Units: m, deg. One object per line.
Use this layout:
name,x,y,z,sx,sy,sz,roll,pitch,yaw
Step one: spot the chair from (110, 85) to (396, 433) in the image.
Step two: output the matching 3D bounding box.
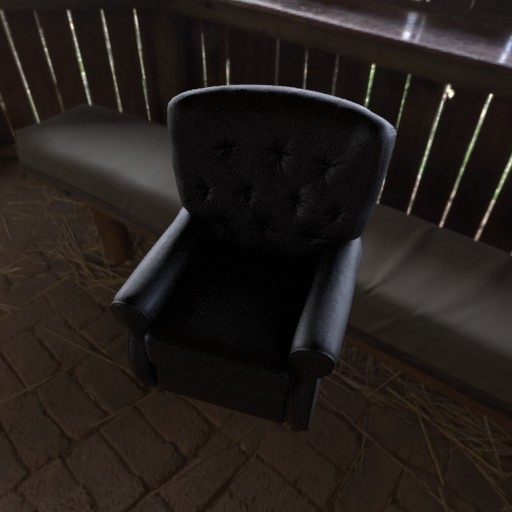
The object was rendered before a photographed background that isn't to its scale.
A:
chair,0.000,0.000,1.927,0.948,1.158,1.058,12,43,13
